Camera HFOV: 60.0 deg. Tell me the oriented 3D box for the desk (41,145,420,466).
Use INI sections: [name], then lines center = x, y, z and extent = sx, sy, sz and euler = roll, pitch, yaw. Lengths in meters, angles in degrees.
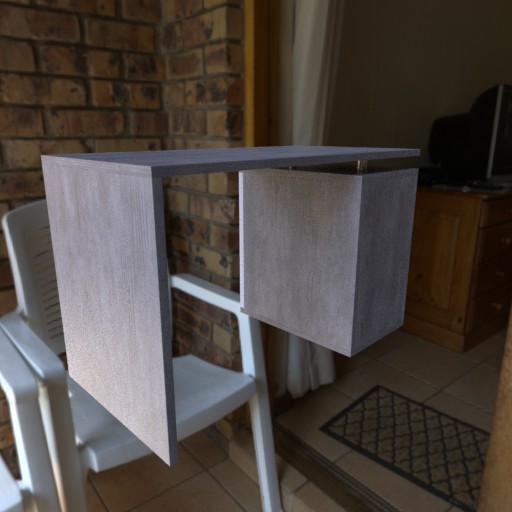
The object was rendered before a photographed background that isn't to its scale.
[desk]
center = 0.000, 0.000, 1.615
extent = 1.200, 0.740, 0.600
euler = -15, 22, -43
